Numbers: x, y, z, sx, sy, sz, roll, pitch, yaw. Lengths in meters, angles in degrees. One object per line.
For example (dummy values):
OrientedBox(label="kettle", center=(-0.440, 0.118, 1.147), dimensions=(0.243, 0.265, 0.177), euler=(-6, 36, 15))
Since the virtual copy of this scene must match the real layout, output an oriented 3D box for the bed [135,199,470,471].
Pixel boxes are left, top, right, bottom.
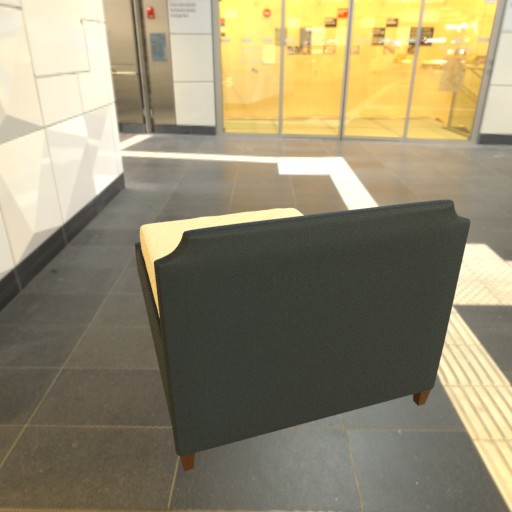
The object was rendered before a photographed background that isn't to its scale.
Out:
OrientedBox(label="bed", center=(0.000, 0.000, 3.404), dimensions=(1.712, 1.443, 2.372), euler=(-8, 26, -17))
